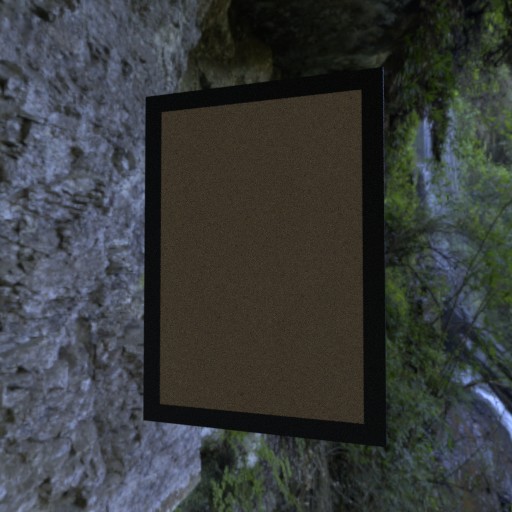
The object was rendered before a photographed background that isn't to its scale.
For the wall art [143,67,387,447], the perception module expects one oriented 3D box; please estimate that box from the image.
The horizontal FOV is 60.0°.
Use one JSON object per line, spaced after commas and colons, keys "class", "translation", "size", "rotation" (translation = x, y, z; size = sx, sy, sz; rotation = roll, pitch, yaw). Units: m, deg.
{"class": "wall art", "translation": [0.000, 0.000, 0.681], "size": [0.381, 0.534, 0.013], "rotation": [-1, -2, 17]}
